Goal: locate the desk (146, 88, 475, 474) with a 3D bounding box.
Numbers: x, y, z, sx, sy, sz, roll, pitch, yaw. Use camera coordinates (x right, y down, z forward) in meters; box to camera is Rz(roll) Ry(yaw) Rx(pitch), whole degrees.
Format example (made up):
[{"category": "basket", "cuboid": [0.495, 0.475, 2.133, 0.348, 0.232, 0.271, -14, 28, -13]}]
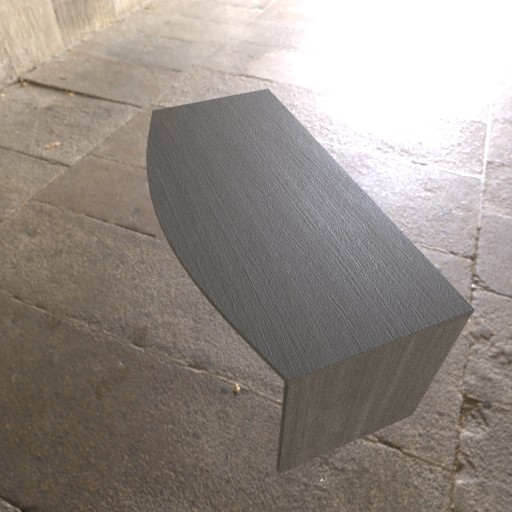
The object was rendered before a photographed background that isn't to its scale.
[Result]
[{"category": "desk", "cuboid": [0.000, 0.000, 2.042, 0.802, 0.750, 1.600, -16, 48, -15]}]
